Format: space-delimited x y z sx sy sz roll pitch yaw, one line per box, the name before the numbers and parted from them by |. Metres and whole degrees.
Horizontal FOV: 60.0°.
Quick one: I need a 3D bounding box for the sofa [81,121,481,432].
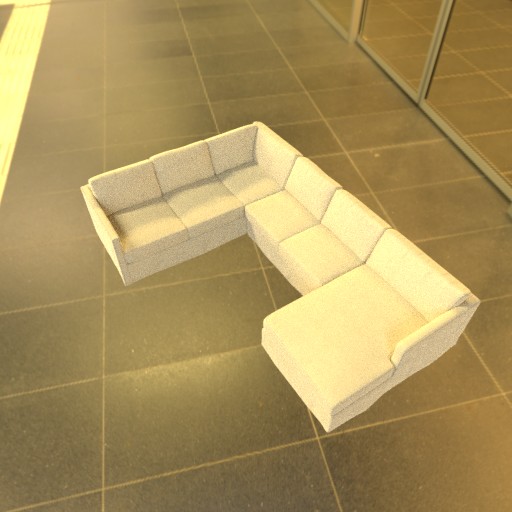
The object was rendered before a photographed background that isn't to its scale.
sofa | 0.000 0.000 4.517 2.427 0.882 3.460 -25 52 -22
